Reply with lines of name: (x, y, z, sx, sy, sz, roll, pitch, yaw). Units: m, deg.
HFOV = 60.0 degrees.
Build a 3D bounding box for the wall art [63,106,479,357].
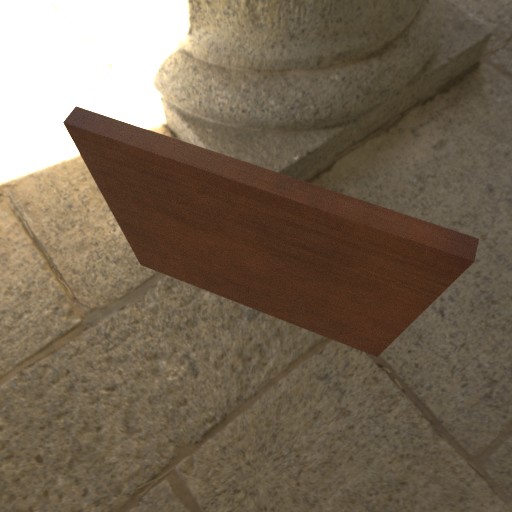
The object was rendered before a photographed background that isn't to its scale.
wall art: (0.000, 0.000, 0.770, 0.558, 0.457, 0.033, 20, 65, 10)
